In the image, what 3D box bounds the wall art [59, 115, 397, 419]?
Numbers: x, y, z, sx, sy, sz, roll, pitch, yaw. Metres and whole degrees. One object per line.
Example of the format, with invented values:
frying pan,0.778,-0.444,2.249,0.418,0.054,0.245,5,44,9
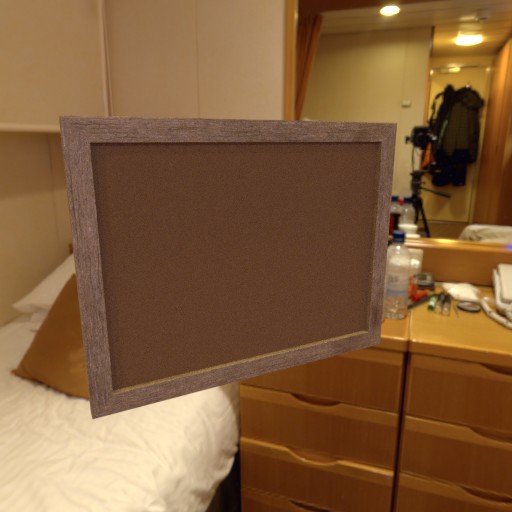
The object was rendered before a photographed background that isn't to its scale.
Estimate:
wall art,0.000,0.000,0.911,0.690,0.535,0.026,-7,16,-26
